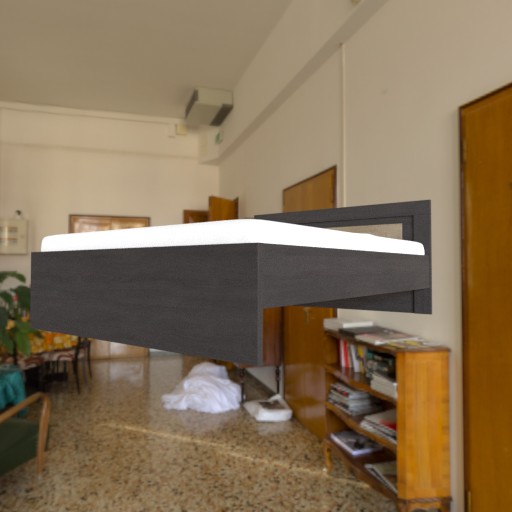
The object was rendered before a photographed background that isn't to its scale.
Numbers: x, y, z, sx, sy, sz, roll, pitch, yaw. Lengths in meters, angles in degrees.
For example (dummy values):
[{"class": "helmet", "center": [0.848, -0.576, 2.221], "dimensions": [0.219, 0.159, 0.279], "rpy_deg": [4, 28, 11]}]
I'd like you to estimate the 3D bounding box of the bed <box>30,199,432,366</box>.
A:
[{"class": "bed", "center": [0.000, 0.000, 2.826], "dimensions": [1.585, 0.823, 2.073], "rpy_deg": [-1, -2, 37]}]
